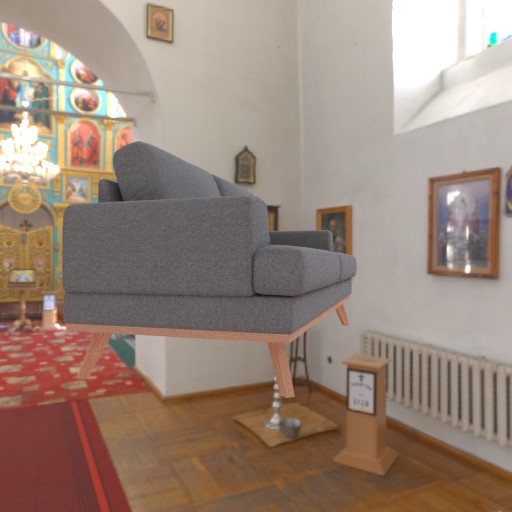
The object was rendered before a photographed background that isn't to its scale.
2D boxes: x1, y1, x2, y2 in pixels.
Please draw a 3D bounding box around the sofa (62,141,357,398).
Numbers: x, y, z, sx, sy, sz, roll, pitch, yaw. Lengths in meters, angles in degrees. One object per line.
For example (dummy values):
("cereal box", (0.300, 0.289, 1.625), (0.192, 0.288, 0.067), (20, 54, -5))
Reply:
("sofa", (0.000, 0.000, 2.055), (0.785, 0.810, 1.650), (0, -1, 18))
